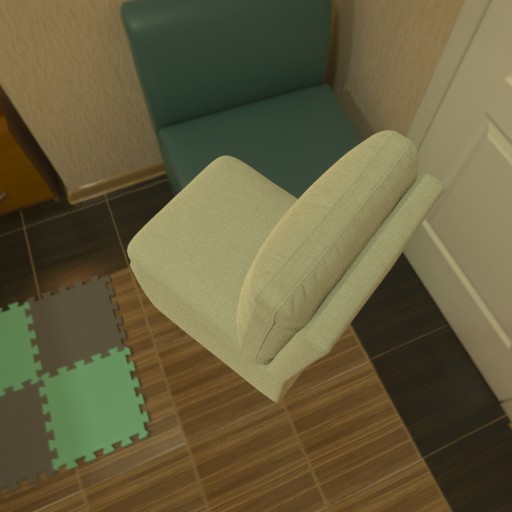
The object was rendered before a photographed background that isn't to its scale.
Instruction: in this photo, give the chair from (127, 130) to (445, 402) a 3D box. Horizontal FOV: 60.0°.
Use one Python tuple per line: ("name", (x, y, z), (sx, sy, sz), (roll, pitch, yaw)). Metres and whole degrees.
("chair", (0.000, 0.000, 1.325), (0.698, 0.927, 0.503), (35, 68, 16))
